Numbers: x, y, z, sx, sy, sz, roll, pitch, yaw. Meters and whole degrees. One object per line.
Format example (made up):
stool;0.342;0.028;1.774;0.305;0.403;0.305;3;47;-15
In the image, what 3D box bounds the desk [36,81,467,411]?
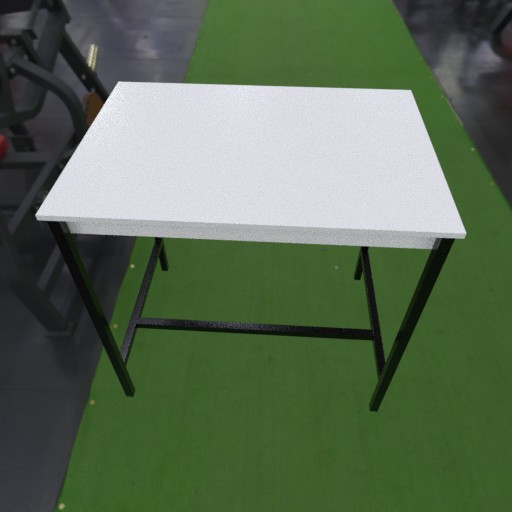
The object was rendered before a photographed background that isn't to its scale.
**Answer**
desk;0.000;0.000;1.305;0.811;0.766;0.573;3;46;3
